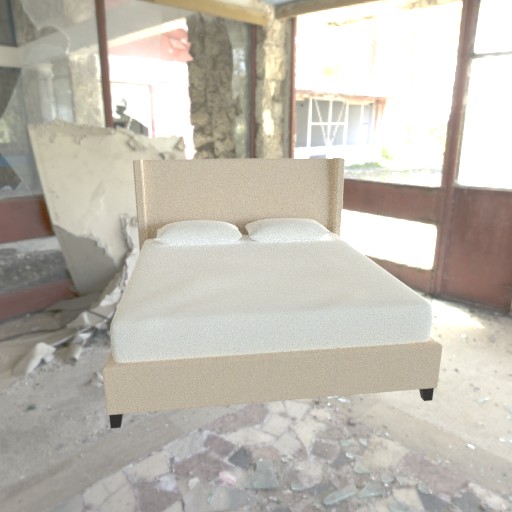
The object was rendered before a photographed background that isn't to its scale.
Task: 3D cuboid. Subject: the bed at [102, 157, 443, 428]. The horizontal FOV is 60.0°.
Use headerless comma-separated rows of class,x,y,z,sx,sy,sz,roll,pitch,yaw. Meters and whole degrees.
bed,0.000,0.000,3.729,2.145,1.471,2.293,-2,16,-8
